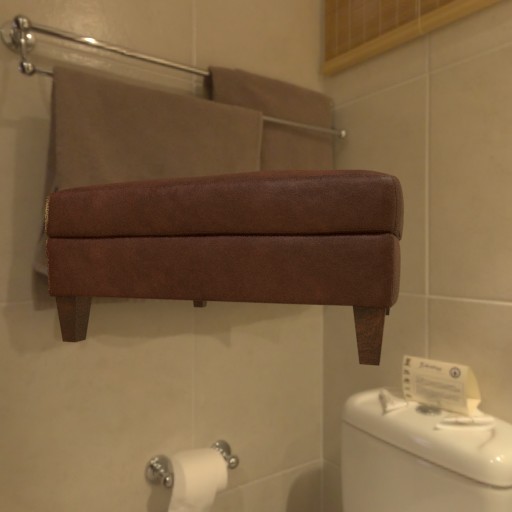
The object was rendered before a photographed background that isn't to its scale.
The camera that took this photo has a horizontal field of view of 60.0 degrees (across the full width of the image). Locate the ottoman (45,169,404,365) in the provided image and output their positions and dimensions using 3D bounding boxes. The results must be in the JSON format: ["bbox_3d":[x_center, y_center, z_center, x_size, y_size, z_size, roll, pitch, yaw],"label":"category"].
[{"bbox_3d":[0.000,0.000,1.324,0.836,0.415,0.844,0,0,18],"label":"ottoman"}]
